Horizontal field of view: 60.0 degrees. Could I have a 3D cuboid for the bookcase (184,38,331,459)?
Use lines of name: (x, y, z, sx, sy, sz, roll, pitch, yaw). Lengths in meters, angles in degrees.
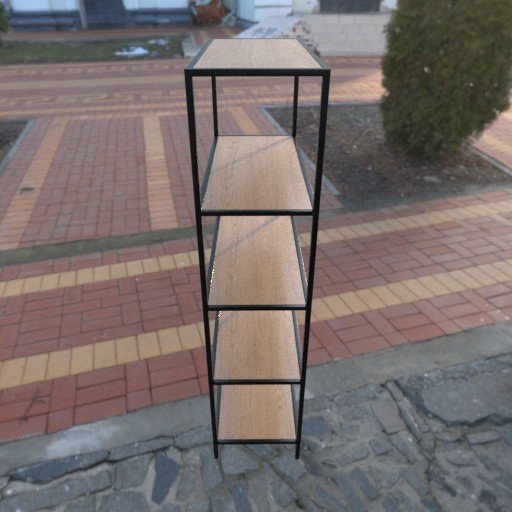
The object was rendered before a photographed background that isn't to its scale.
bookcase: (0.000, 0.000, 1.770, 0.350, 1.500, 0.770, 0, 31, 0)
